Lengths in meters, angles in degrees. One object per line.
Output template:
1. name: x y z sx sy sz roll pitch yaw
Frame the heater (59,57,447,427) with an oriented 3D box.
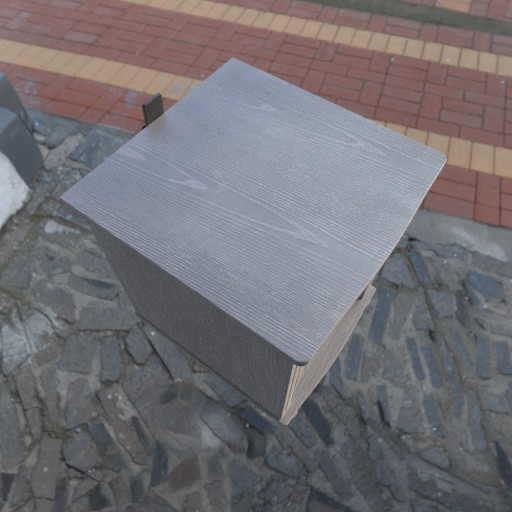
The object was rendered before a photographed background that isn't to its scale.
1. heater: 0.000 0.000 0.759 0.400 0.481 0.362 32 63 18
